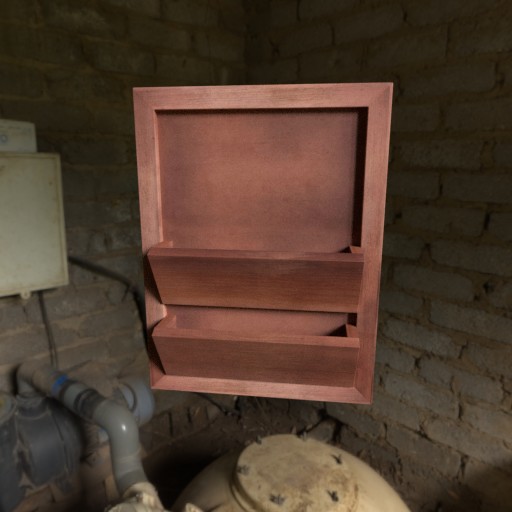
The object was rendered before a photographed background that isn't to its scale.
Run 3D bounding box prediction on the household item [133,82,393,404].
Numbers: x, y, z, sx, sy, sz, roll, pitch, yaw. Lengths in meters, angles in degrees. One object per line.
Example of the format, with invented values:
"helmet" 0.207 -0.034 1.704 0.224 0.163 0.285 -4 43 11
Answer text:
"household item" 0.000 0.000 0.555 0.310 0.407 0.067 2 13 8
